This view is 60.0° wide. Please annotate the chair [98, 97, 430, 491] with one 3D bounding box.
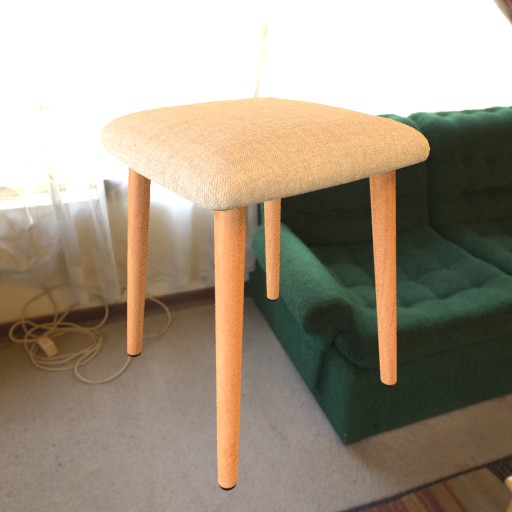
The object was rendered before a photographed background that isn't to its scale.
[{"bbox_3d":[0.000,0.000,0.684,0.350,0.440,0.350,-18,32,-31],"label":"chair"}]
